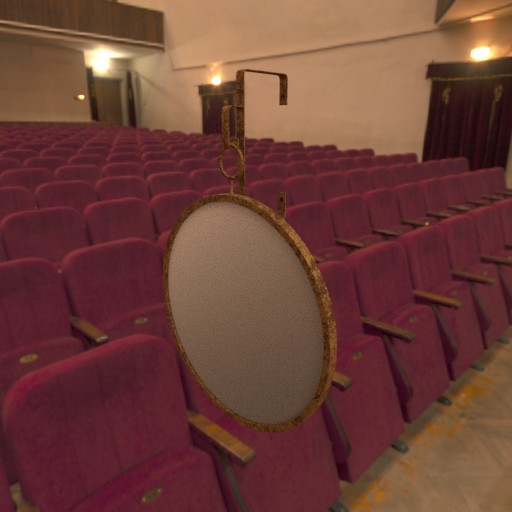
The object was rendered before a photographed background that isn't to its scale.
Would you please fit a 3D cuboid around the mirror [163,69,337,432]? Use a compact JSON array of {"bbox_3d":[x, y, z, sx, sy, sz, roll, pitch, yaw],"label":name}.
[{"bbox_3d":[0.000,0.000,0.838,0.447,0.651,0.144,15,22,43],"label":"mirror"}]
